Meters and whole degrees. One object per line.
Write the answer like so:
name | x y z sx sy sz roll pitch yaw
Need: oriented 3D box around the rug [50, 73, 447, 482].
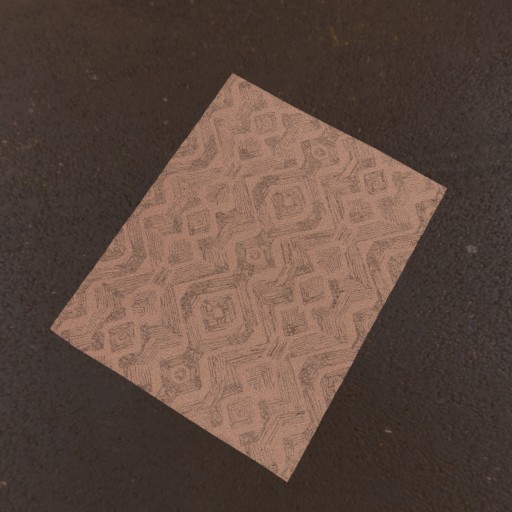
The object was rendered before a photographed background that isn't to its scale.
rug | 0.000 0.000 4.078 2.430 0.030 3.054 31 78 7
